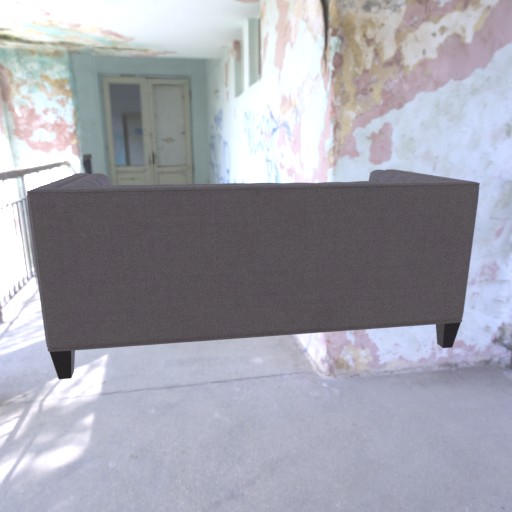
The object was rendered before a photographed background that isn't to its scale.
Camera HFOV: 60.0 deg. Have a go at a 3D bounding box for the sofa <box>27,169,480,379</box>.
[{"bbox_3d":[0.000,0.000,2.161,1.778,0.762,0.775,-2,15,-9],"label":"sofa"}]
